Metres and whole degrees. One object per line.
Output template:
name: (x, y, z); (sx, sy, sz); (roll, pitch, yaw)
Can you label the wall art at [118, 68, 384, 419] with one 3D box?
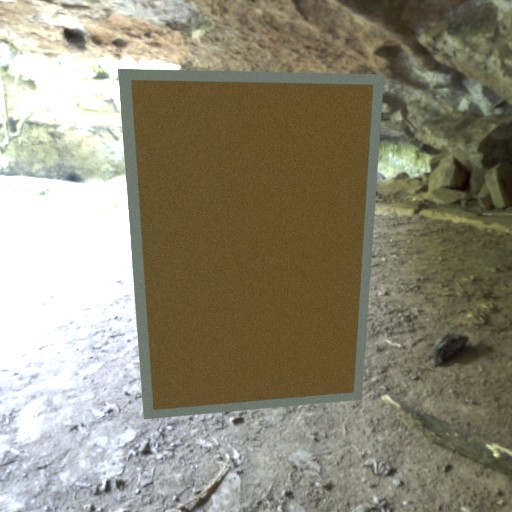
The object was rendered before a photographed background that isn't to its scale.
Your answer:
wall art: (0.000, 0.000, 0.560); (0.303, 0.433, 0.013); (-2, 15, -8)
